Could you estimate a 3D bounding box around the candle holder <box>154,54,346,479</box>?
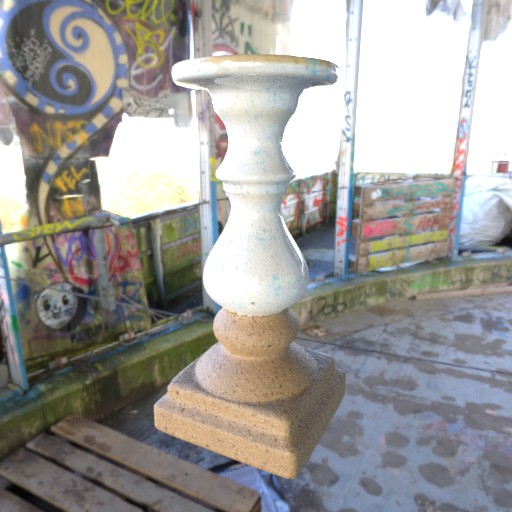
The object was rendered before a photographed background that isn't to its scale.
[{"bbox_3d":[0.000,0.000,0.302,0.110,0.239,0.110,8,18,26],"label":"candle holder"}]
